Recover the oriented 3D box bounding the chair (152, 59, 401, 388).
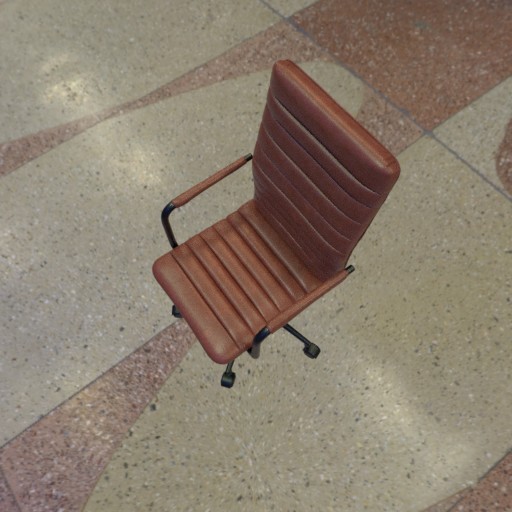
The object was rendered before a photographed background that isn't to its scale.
[{"bbox_3d":[0.000,0.000,1.352,0.580,0.979,0.608,-33,69,-15],"label":"chair"}]
